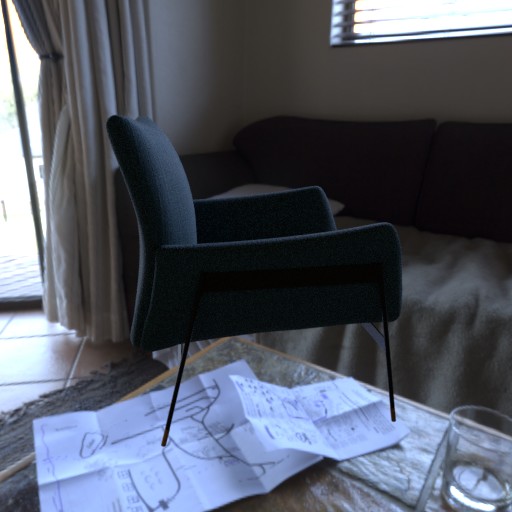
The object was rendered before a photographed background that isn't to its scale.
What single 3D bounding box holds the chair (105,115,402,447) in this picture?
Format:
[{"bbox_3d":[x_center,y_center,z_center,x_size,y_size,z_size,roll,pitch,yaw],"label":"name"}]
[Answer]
[{"bbox_3d":[0.000,0.000,1.418,0.769,0.859,0.678,-3,18,-8],"label":"chair"}]
